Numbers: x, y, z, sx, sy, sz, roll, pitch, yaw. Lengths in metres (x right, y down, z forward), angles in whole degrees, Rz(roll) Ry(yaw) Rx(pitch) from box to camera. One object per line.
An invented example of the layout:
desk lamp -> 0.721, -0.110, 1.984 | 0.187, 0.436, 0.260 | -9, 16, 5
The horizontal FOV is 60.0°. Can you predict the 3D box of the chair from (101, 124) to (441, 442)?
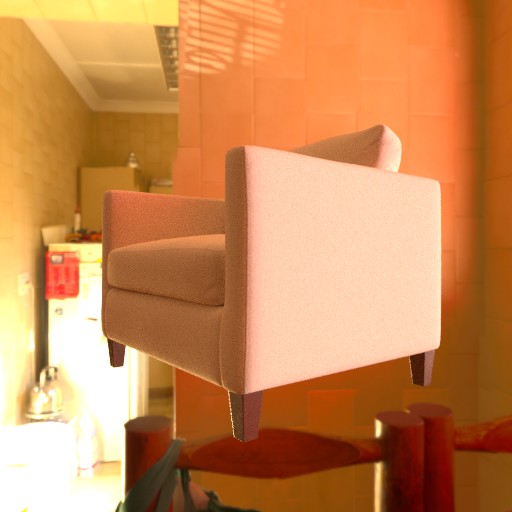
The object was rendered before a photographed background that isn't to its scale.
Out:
chair -> 0.000, 0.000, 1.656 | 0.878, 0.885, 1.019 | 0, 0, -37
